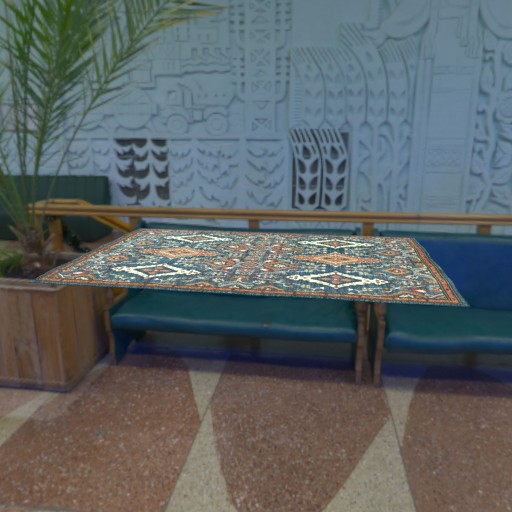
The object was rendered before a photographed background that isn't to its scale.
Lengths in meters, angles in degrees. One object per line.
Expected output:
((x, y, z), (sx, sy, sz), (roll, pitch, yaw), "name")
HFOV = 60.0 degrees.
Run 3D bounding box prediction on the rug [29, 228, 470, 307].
((0.000, 0.000, 4.323), (3.371, 0.008, 2.190), (2, 15, 9), "rug")
